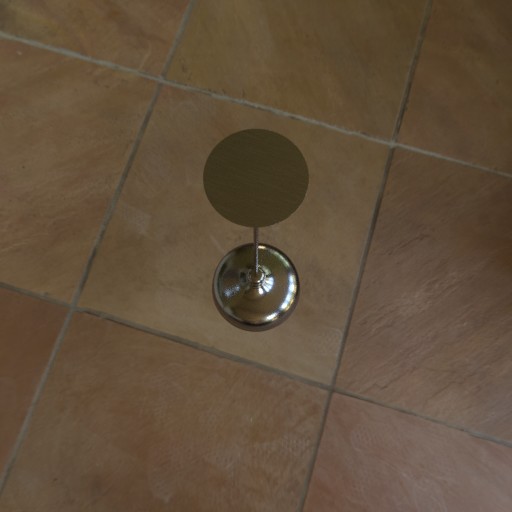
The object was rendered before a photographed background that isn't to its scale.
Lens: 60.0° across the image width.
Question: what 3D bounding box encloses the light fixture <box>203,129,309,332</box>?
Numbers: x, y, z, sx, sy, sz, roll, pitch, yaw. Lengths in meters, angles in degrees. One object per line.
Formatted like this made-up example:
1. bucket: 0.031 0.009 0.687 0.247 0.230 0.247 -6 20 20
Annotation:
1. light fixture: 0.000 0.000 1.050 0.299 0.935 0.299 20 78 4
